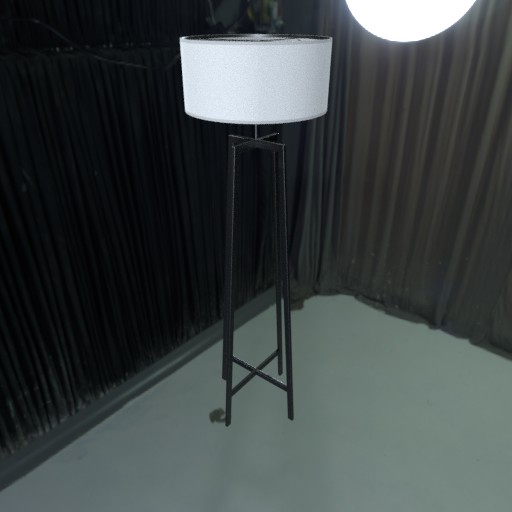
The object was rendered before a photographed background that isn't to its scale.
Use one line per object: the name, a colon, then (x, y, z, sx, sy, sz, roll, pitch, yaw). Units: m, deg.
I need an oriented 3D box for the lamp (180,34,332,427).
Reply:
lamp: (0.000, 0.000, 1.706, 0.457, 1.510, 0.456, 21, 35, 33)
